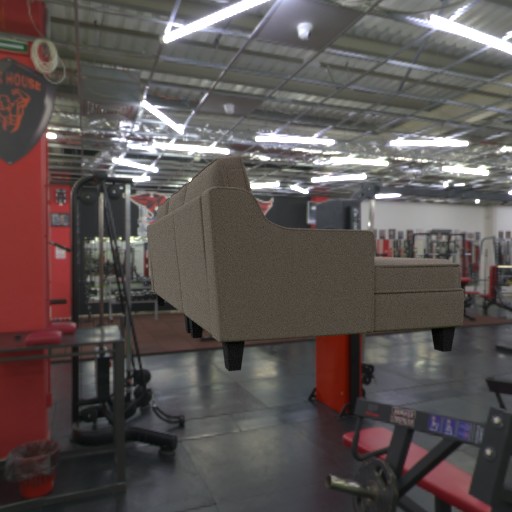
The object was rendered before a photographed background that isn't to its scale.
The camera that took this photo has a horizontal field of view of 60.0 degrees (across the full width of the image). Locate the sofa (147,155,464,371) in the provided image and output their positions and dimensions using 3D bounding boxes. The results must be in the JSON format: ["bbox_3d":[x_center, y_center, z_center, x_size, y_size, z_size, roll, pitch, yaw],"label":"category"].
[{"bbox_3d":[0.000,0.000,3.151,1.294,0.928,2.561,0,0,-19],"label":"sofa"}]
